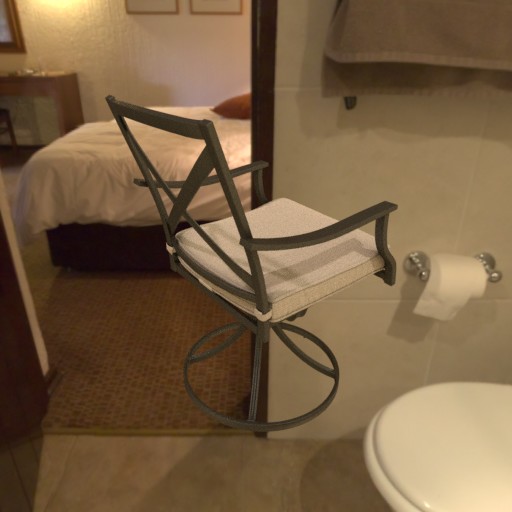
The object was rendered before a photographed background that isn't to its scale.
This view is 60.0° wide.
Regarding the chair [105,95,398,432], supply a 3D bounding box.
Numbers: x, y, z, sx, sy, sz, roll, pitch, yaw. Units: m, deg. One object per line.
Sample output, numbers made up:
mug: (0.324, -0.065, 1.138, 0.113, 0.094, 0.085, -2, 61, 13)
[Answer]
chair: (0.000, 0.000, 1.299, 0.620, 0.889, 0.575, -19, 32, -33)
